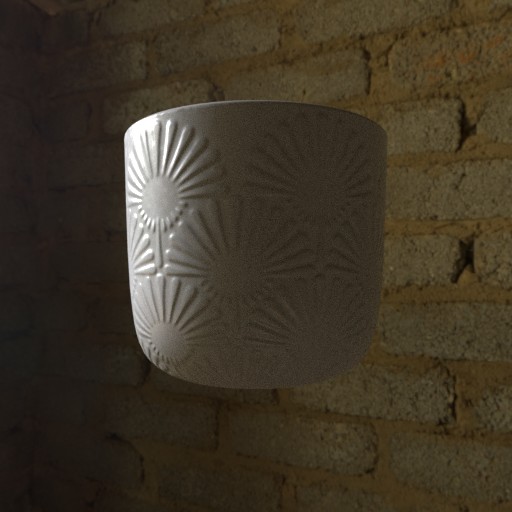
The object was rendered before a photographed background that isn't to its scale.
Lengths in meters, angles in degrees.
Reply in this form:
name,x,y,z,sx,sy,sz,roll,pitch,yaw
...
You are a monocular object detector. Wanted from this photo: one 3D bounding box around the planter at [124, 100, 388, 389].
name,x,y,z,sx,sy,sz,roll,pitch,yaw
planter,0.000,0.000,0.217,0.124,0.109,0.124,0,-1,0
